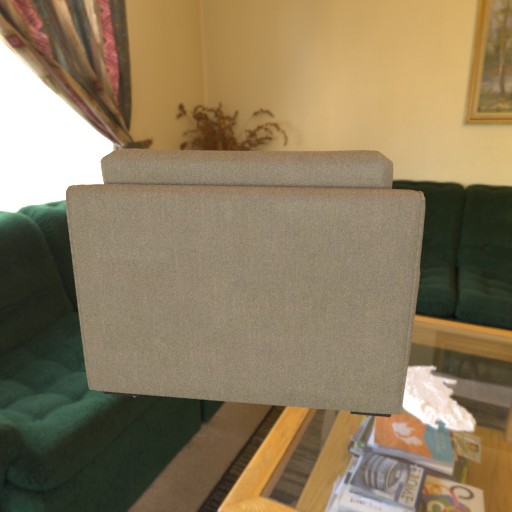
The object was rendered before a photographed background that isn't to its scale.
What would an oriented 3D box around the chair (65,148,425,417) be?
[{"bbox_3d":[0.000,0.000,2.014,1.270,0.974,1.043,2,16,7],"label":"chair"}]
